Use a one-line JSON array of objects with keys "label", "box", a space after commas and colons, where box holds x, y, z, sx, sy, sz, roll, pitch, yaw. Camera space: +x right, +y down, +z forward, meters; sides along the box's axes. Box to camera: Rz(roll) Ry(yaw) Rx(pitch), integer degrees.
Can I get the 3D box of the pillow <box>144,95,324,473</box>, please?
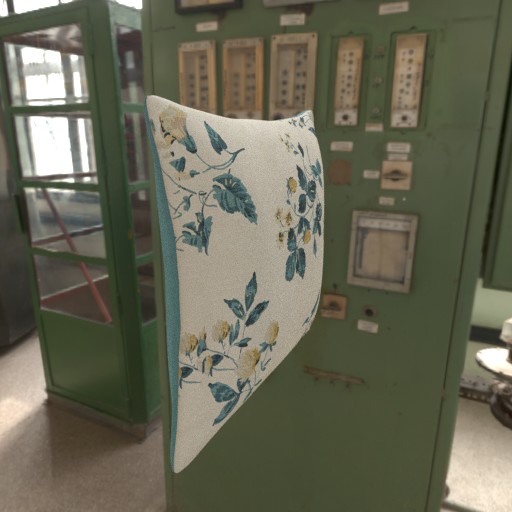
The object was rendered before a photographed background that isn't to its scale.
[{"label": "pillow", "box": [0.000, 0.000, 0.782, 0.166, 0.507, 0.526, 8, 18, 26]}]
